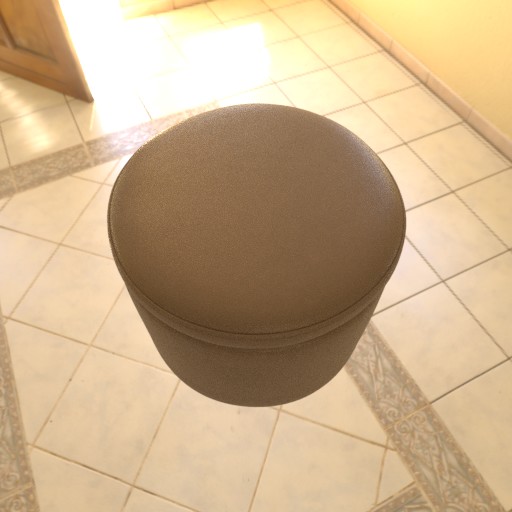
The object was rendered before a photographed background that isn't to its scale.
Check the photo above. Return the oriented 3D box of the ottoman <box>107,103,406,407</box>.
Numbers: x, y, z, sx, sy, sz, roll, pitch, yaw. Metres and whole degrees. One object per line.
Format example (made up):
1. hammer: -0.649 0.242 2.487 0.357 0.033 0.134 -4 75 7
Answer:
1. ottoman: 0.000 0.000 0.883 0.500 0.409 0.500 0 56 0
